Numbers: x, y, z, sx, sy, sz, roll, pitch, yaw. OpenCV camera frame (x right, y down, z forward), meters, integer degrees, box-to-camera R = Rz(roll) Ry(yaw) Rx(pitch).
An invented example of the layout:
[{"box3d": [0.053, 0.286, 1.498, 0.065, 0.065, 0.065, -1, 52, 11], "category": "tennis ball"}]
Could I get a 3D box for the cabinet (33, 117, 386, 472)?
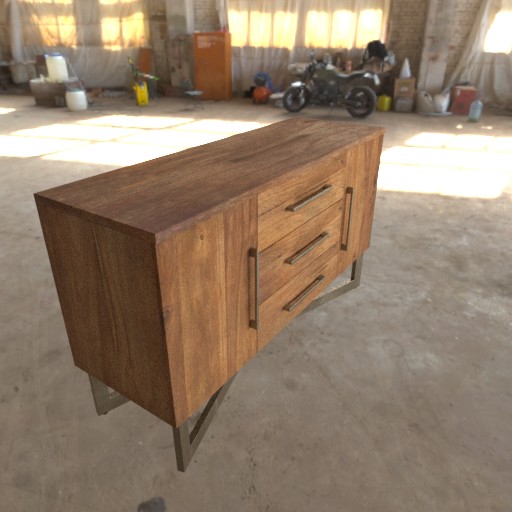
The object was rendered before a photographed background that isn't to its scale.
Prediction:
[{"box3d": [0.000, 0.000, 1.735, 0.480, 0.812, 1.373, 18, 32, 30], "category": "cabinet"}]
